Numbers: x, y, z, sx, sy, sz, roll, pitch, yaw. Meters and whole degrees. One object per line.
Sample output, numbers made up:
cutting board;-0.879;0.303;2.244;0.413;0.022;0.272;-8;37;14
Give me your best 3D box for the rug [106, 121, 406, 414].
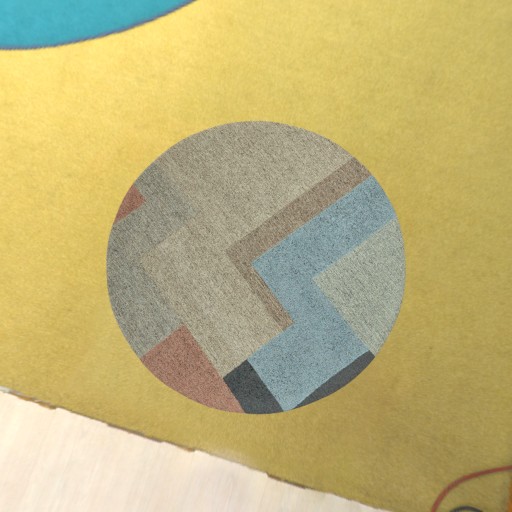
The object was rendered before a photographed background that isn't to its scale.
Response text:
rug;0.000;0.000;3.638;2.461;0.033;2.461;0;77;0
